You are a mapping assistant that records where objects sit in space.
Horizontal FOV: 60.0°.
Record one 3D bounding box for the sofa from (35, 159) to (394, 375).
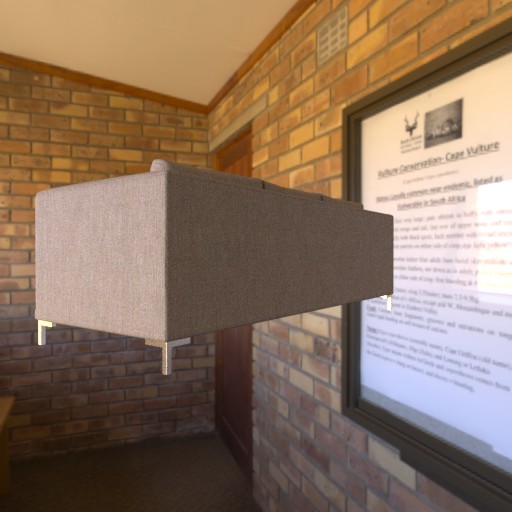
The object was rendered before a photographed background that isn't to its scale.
[{"bbox_3d":[0.000,0.000,2.871,0.969,0.867,2.415,0,0,37],"label":"sofa"}]
